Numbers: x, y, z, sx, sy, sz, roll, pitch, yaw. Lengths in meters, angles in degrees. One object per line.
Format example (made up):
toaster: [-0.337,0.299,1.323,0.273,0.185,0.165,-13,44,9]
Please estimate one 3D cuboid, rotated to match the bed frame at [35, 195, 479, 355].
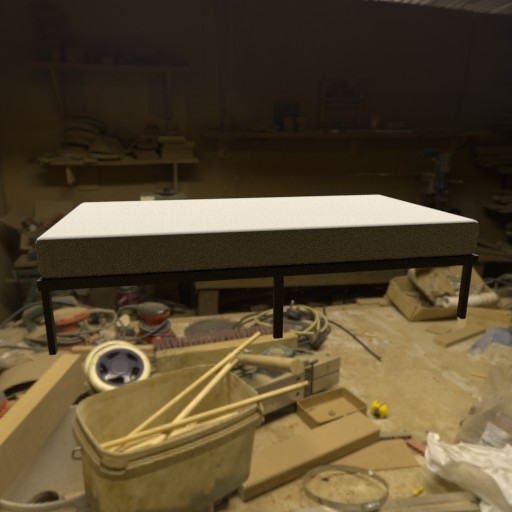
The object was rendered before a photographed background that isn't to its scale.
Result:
bed frame: [0.000,0.000,3.257,2.635,0.680,1.393,-3,15,-11]
